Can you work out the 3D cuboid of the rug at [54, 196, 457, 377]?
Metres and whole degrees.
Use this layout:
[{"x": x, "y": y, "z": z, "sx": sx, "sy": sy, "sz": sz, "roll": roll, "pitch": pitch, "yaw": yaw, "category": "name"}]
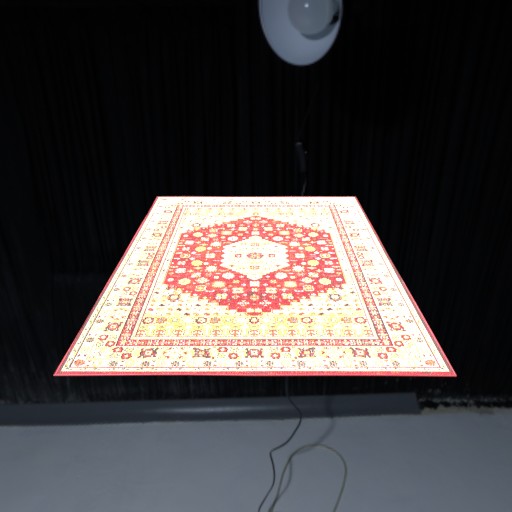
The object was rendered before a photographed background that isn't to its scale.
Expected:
[{"x": 0.000, "y": 0.000, "z": 3.969, "sx": 2.387, "sy": 0.013, "sz": 3.053, "roll": 0, "pitch": 28, "yaw": 0, "category": "rug"}]
